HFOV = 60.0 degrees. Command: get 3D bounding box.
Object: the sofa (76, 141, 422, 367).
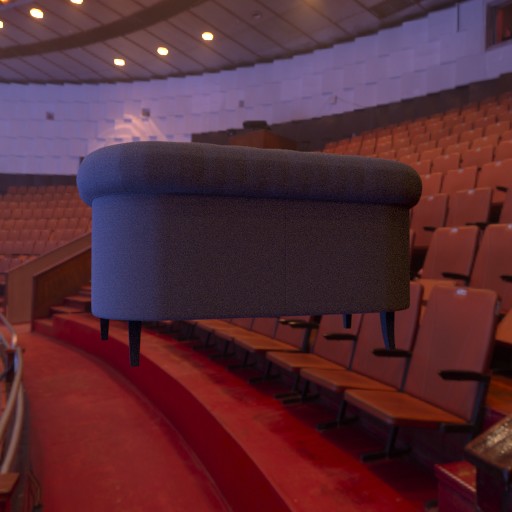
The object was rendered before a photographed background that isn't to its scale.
[{"bbox_3d":[0.000,0.000,2.048,1.558,0.827,0.835,0,-1,-17],"label":"sofa"}]
